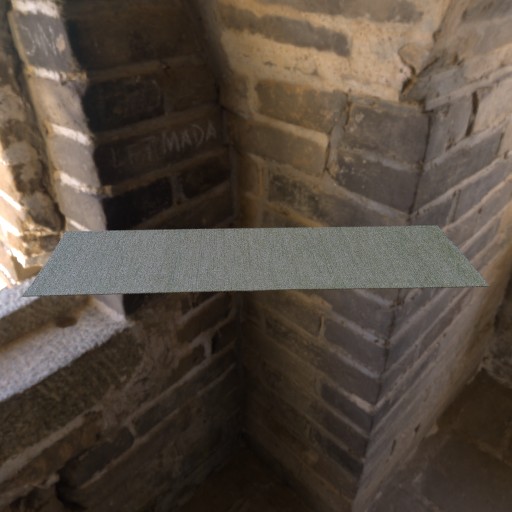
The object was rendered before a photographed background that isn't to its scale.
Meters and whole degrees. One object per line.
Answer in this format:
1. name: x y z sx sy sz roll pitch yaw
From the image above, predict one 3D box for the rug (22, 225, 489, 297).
1. rug: 0.000 0.000 2.485 2.340 0.013 0.686 -1 31 -2
